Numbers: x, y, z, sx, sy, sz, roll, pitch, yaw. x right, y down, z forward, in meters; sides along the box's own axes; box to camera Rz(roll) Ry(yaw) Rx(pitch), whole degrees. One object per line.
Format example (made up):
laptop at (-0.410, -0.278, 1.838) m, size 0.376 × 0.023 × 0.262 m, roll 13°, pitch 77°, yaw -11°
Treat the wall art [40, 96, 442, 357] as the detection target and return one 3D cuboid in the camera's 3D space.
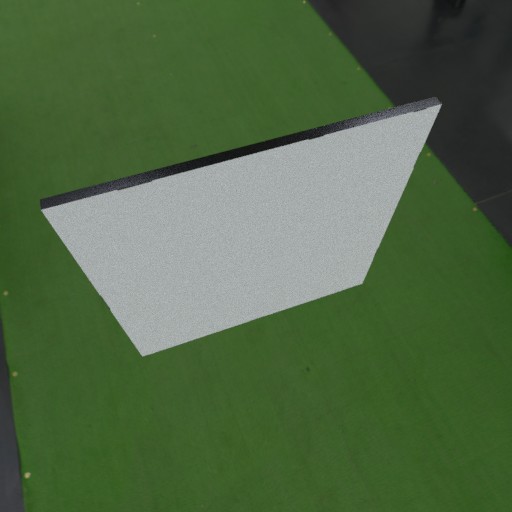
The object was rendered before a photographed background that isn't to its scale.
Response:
wall art at (0.000, 0.000, 0.660) m, size 0.446 × 0.445 × 0.014 m, roll -17°, pitch 61°, yaw -10°
